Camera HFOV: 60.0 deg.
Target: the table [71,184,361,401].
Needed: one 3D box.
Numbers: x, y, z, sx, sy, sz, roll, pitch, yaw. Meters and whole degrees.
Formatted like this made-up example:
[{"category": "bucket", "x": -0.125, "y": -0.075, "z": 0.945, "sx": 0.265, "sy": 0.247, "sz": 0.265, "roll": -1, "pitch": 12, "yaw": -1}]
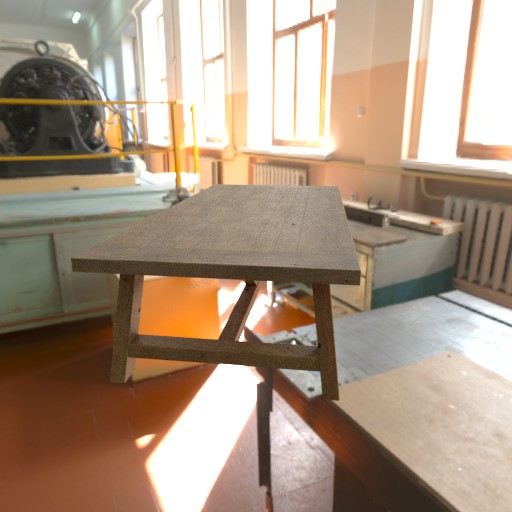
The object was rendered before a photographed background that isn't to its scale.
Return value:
[{"category": "table", "x": 0.000, "y": 0.000, "z": 2.141, "sx": 0.820, "sy": 0.465, "sz": 1.800, "roll": 2, "pitch": 16, "yaw": 8}]
